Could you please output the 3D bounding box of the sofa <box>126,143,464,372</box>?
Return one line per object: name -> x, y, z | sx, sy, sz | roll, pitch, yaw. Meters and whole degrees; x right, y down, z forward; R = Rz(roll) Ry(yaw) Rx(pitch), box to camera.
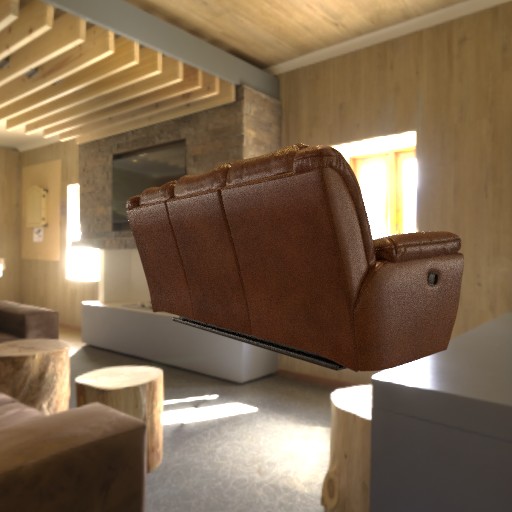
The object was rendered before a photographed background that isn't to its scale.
sofa -> 0.000, 0.000, 2.886 | 0.991, 1.043, 2.337 | -1, 1, -35
